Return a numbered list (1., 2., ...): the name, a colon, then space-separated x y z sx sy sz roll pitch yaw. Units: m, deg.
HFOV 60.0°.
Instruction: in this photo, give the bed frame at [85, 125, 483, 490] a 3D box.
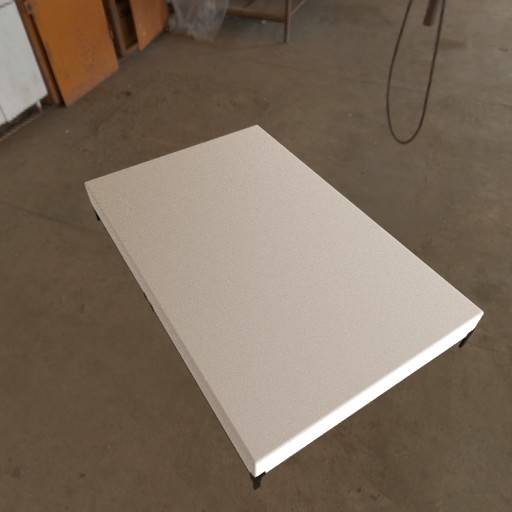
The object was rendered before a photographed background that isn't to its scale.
1. bed frame: 0.000 0.000 3.776 1.930 0.440 2.987 -25 52 -22
